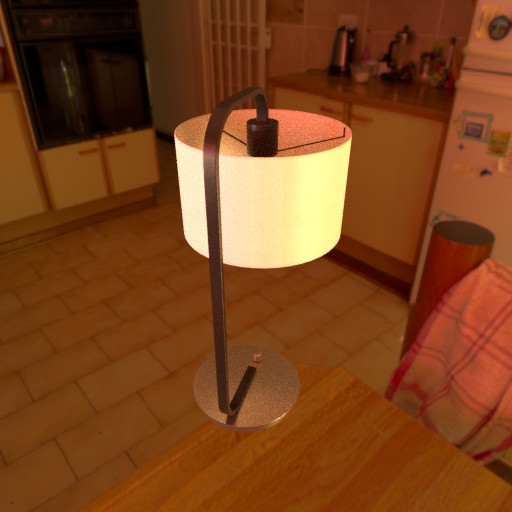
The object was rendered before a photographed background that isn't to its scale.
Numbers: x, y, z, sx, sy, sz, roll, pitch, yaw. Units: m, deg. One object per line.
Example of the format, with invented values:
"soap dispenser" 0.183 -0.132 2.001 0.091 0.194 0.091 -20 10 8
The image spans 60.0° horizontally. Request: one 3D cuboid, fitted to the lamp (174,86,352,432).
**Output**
"lamp" 0.000 0.000 0.651 0.230 0.473 0.288 10 32 16
